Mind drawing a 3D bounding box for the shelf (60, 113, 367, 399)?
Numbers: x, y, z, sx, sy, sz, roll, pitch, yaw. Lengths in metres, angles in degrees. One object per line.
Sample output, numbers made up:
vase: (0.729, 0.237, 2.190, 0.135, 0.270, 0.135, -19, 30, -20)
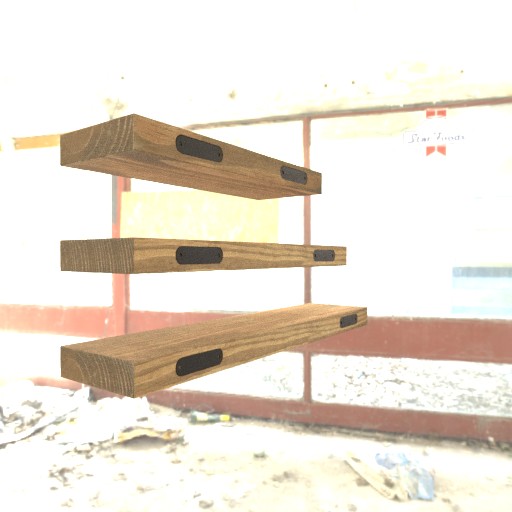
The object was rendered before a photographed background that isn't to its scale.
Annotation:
shelf: (0.000, 0.000, 0.739, 0.140, 0.293, 0.610, 0, 0, 36)
